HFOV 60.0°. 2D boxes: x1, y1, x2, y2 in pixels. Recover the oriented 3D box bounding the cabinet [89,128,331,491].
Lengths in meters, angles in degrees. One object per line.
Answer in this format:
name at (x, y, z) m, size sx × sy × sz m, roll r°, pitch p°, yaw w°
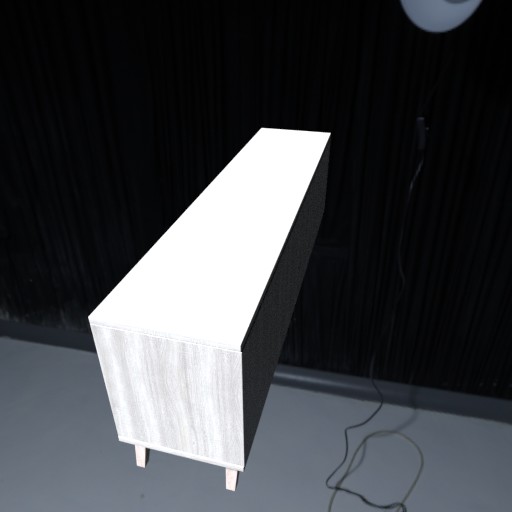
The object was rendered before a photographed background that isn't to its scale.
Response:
cabinet at (0.000, 0.000, 2.432) m, size 0.499 × 0.779 × 2.198 m, roll 8°, pitch 32°, yaw 13°
